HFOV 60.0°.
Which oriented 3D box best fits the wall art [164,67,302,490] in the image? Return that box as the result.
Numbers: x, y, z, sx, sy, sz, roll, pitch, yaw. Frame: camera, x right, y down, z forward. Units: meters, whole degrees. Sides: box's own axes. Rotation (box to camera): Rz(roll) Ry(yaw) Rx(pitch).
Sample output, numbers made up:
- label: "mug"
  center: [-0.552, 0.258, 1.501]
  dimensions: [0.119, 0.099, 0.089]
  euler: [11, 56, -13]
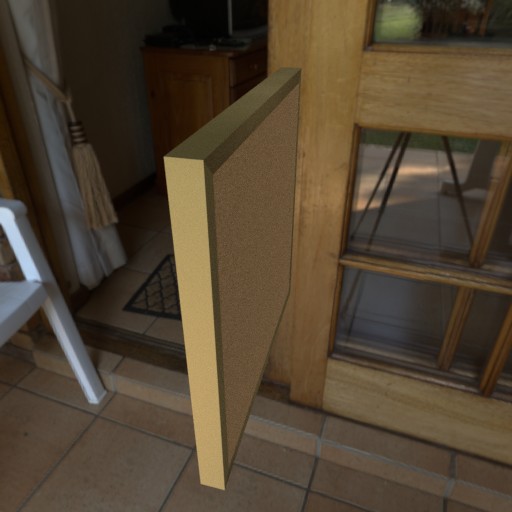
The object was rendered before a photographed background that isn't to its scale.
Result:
- label: "wall art"
  center: [0.000, 0.000, 0.737]
  dimensions: [0.038, 0.508, 0.507]
  euler: [8, 33, 13]
